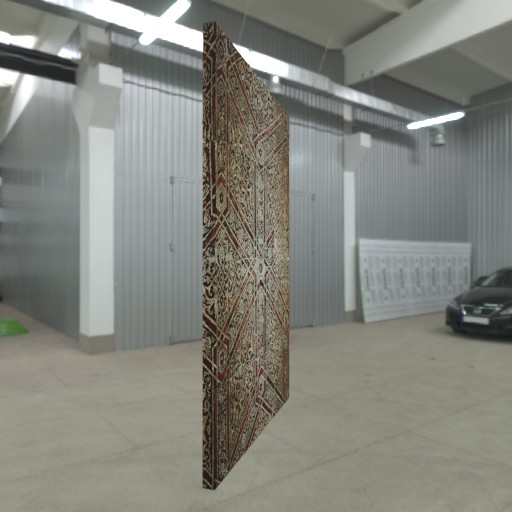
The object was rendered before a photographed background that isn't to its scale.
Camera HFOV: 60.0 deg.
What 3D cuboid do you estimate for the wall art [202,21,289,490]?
[{"bbox_3d":[0.000,0.000,1.143,0.030,0.904,0.599,0,0,18],"label":"wall art"}]
